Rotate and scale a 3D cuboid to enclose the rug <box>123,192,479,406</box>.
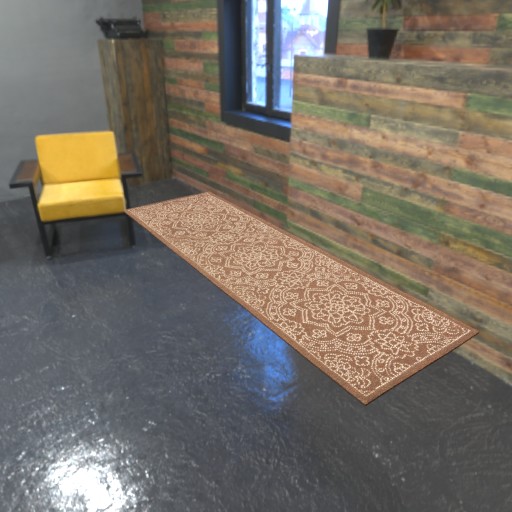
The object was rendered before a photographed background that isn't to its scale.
[{"bbox_3d":[0.000,0.000,2.711,0.769,0.012,2.448,-18,32,-31],"label":"rug"}]
